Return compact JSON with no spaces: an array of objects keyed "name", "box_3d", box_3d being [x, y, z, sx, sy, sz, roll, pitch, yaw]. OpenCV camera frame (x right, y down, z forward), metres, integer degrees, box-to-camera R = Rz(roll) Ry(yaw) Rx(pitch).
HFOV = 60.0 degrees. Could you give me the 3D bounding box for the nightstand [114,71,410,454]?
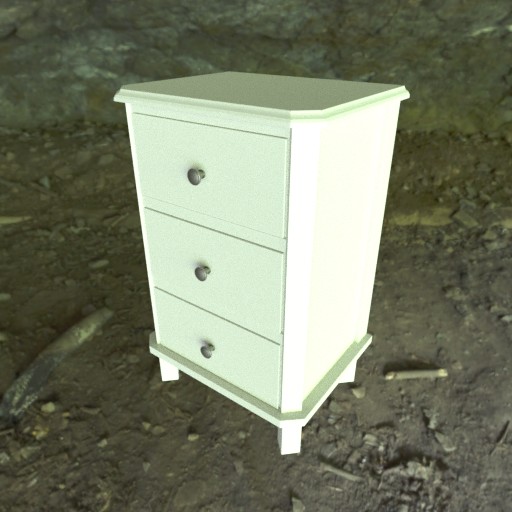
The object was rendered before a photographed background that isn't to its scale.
[{"name":"nightstand","box_3d":[0.000,0.000,0.947,0.435,0.681,0.351,19,34,32]}]
